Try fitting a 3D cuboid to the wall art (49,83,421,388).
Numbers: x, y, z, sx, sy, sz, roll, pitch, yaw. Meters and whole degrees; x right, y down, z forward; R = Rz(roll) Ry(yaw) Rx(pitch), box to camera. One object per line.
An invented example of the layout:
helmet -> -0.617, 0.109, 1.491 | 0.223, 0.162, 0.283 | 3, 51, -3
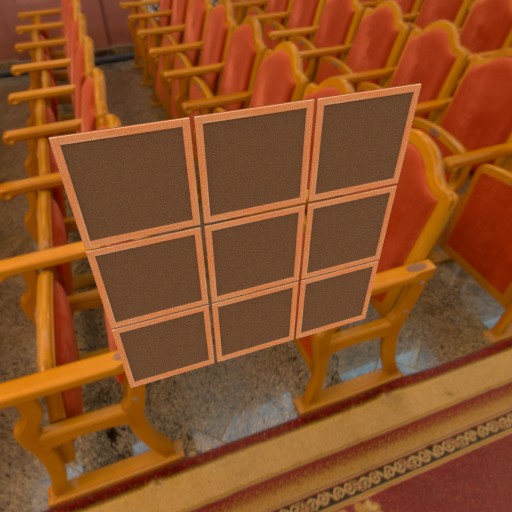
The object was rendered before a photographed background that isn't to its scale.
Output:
wall art -> 0.000, 0.000, 2.222 | 1.520, 1.525, 0.013 | -13, 43, -15
